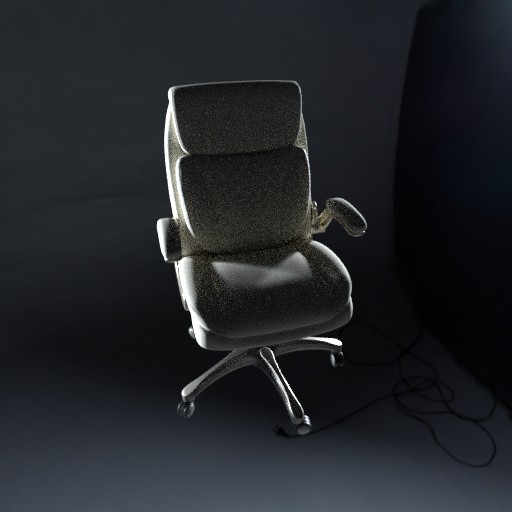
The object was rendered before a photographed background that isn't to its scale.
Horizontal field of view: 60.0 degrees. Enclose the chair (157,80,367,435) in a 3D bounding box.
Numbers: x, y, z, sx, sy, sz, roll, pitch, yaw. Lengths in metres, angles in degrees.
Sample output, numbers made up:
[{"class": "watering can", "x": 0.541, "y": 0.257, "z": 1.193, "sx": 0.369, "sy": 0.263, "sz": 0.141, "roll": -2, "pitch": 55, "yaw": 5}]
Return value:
[{"class": "chair", "x": 0.000, "y": 0.000, "z": 1.645, "sx": 0.740, "sy": 1.110, "sz": 0.794, "roll": -10, "pitch": 32, "yaw": -16}]
